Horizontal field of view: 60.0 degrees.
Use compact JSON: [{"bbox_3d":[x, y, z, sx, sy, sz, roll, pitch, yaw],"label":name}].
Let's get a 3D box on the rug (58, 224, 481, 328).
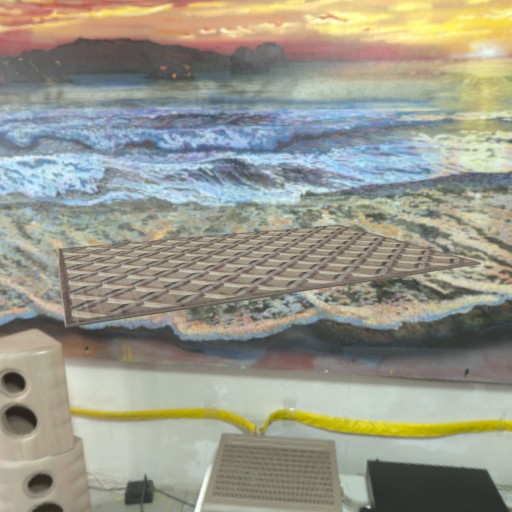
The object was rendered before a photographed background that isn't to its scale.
[{"bbox_3d":[0.000,0.000,2.055,1.677,0.011,1.066,-6,15,-24],"label":"rug"}]
